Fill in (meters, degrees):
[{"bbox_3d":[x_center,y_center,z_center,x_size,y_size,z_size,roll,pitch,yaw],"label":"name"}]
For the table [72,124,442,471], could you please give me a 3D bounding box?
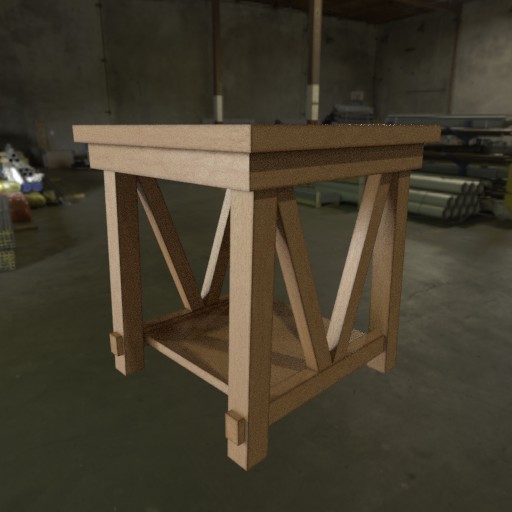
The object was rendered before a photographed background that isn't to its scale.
[{"bbox_3d":[0.000,0.000,1.125,0.612,0.638,0.610,-15,22,-42],"label":"table"}]
